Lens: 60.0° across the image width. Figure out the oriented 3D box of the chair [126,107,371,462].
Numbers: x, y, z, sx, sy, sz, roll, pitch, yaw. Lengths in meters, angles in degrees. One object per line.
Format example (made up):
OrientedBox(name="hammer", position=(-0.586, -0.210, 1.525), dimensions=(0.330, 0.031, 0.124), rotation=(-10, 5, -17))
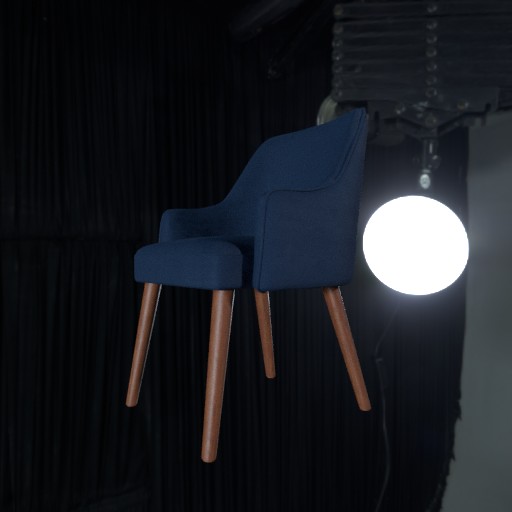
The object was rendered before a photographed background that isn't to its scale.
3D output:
OrientedBox(name="chair", position=(0.000, 0.000, 1.256), dimensions=(0.591, 0.844, 0.559), rotation=(0, 0, -37))
